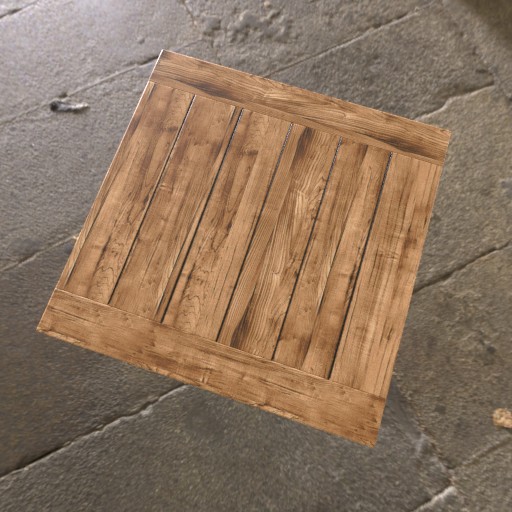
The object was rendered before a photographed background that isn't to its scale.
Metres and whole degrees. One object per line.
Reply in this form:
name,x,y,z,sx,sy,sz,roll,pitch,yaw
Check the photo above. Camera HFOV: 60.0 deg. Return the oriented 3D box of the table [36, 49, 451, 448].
table,0.000,0.000,1.044,0.610,0.457,0.610,18,76,4
